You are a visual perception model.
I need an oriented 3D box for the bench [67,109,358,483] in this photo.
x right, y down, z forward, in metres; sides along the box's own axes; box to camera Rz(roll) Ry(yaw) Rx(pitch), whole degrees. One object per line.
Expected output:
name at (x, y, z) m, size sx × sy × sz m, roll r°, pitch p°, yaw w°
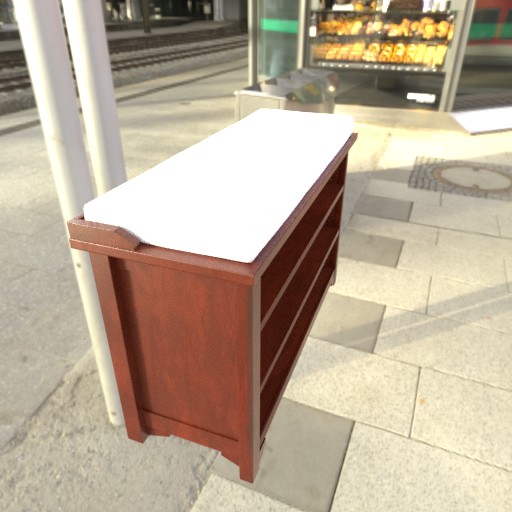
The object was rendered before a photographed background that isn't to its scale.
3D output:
bench at (0.000, 0.000, 1.297) m, size 0.369 × 0.646 × 0.987 m, roll 11°, pitch 31°, yaw 18°
